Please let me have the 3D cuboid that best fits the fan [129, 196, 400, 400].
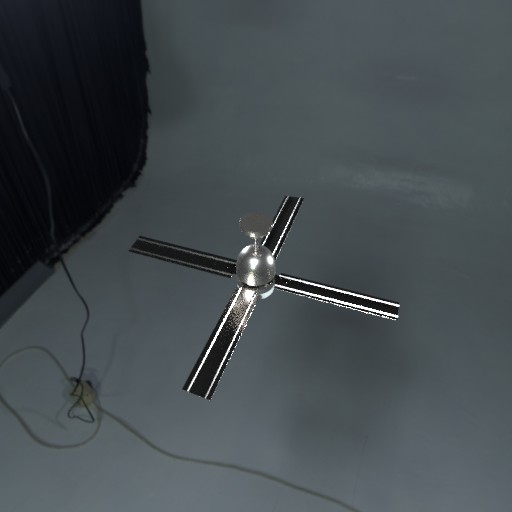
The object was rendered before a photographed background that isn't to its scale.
[{"bbox_3d":[0.000,0.000,2.047,1.346,0.406,1.346,13,45,13],"label":"fan"}]
